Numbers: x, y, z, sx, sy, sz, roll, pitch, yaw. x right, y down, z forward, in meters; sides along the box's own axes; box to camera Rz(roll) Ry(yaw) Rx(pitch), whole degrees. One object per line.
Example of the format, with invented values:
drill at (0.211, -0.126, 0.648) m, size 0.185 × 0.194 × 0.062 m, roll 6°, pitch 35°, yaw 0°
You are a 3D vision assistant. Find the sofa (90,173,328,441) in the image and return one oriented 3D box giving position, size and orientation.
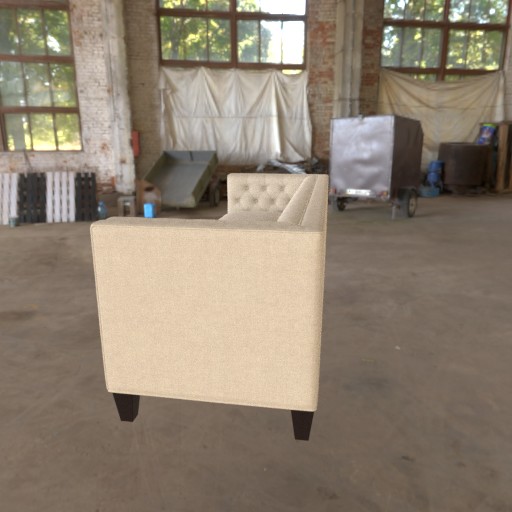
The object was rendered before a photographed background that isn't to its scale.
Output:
sofa at (0.000, 0.000, 2.524) m, size 0.775 × 0.762 × 2.159 m, roll 2°, pitch 15°, yaw 9°
